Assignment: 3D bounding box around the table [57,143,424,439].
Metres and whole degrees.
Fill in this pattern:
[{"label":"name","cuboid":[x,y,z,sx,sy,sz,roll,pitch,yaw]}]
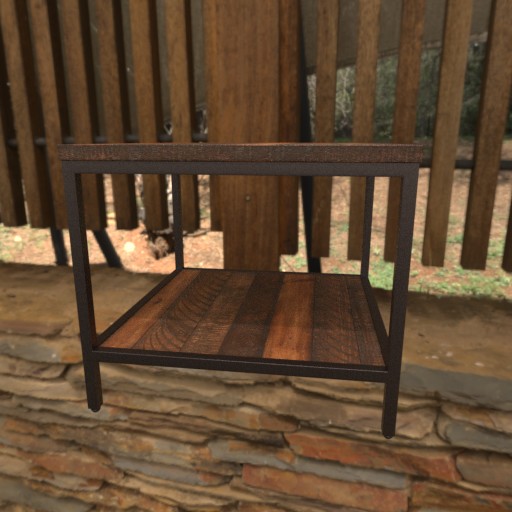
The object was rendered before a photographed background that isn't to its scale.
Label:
[{"label":"table","cuboid":[0.000,0.000,0.979,0.553,0.482,0.548,2,15,8]}]
